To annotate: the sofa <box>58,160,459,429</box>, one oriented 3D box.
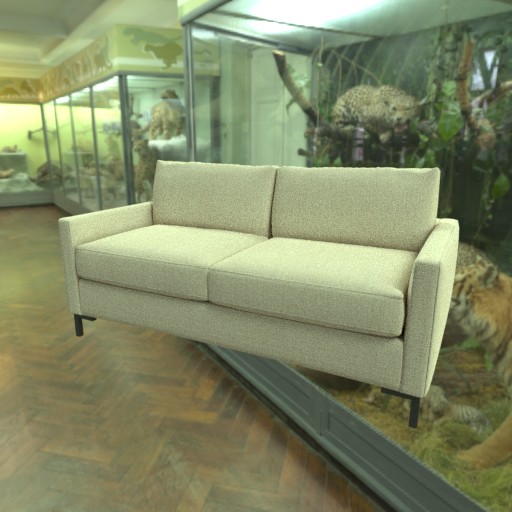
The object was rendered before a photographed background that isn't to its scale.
[{"bbox_3d":[0.000,0.000,2.028,1.651,0.812,0.839,7,17,26],"label":"sofa"}]
